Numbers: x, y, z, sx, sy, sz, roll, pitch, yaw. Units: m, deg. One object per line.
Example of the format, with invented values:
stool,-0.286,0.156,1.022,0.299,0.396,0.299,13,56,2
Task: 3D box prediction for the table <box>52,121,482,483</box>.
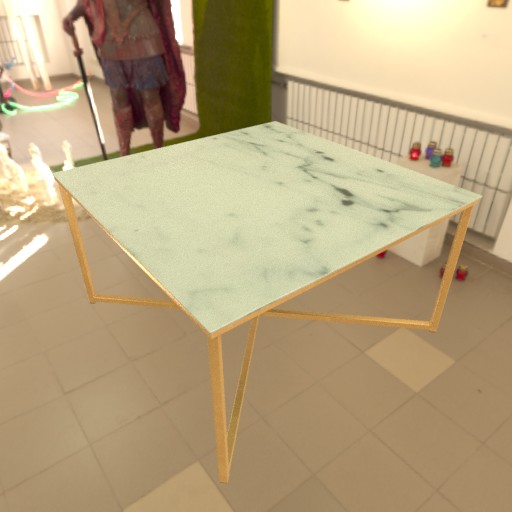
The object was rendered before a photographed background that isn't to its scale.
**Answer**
table,0.000,0.000,1.280,0.800,0.450,0.800,-23,40,-31
